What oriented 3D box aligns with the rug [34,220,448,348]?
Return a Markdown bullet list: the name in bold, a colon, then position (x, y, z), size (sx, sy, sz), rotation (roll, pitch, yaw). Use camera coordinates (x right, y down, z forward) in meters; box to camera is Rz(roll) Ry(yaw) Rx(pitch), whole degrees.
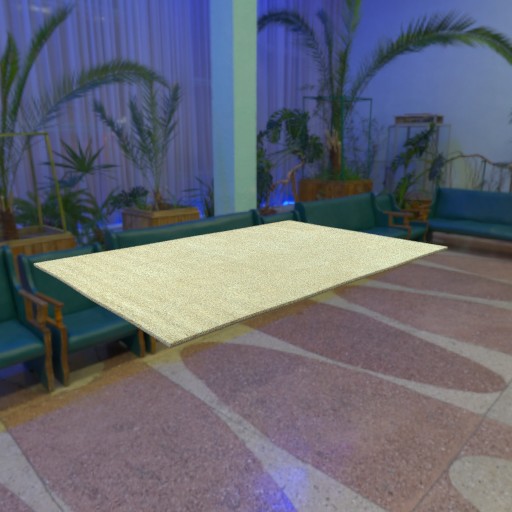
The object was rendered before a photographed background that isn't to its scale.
- **rug**: position (0.000, 0.000, 3.448), size (2.699, 0.025, 1.800), rotation (-13, 19, -41)
